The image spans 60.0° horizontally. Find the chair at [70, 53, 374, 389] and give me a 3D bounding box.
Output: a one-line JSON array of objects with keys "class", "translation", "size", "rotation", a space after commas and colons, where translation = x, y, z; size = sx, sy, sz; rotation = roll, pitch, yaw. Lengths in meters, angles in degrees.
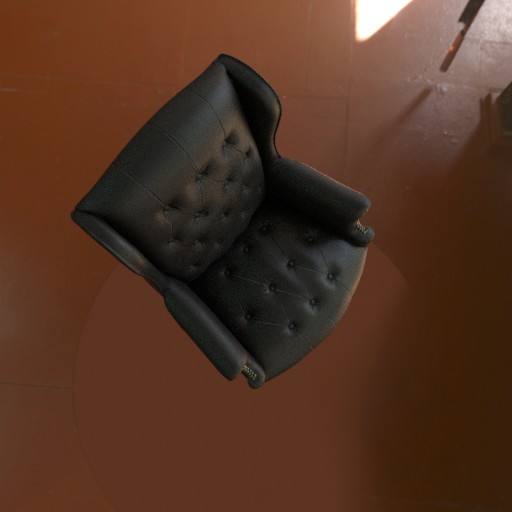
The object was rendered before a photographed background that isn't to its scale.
[{"class": "chair", "translation": [0.000, 0.000, 1.699], "size": [0.822, 1.133, 0.831], "rotation": [38, 79, 9]}]
